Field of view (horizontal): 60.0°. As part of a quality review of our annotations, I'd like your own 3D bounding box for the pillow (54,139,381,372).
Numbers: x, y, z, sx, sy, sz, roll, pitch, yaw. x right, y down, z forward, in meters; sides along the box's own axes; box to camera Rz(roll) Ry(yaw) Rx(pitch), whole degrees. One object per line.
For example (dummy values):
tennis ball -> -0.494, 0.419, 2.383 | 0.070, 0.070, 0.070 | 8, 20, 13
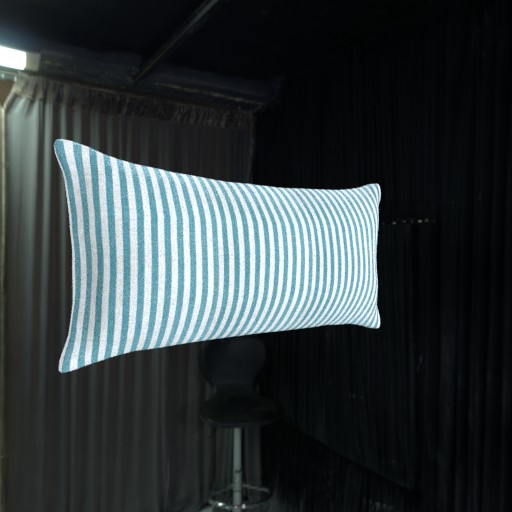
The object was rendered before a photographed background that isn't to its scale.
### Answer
pillow -> 0.000, 0.000, 0.733 | 0.617, 0.295, 0.151 | 0, 0, -35
